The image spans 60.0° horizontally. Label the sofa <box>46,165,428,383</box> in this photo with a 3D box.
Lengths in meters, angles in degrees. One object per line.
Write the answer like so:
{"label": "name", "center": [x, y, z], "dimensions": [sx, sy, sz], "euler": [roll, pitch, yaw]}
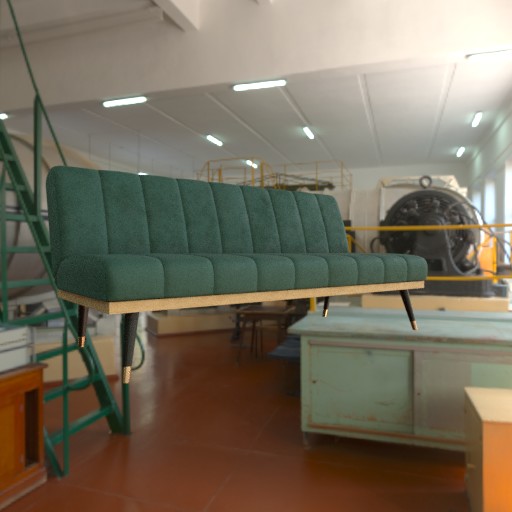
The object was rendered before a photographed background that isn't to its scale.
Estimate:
{"label": "sofa", "center": [0.000, 0.000, 2.254], "dimensions": [1.810, 0.820, 0.830], "euler": [0, 1, -37]}
